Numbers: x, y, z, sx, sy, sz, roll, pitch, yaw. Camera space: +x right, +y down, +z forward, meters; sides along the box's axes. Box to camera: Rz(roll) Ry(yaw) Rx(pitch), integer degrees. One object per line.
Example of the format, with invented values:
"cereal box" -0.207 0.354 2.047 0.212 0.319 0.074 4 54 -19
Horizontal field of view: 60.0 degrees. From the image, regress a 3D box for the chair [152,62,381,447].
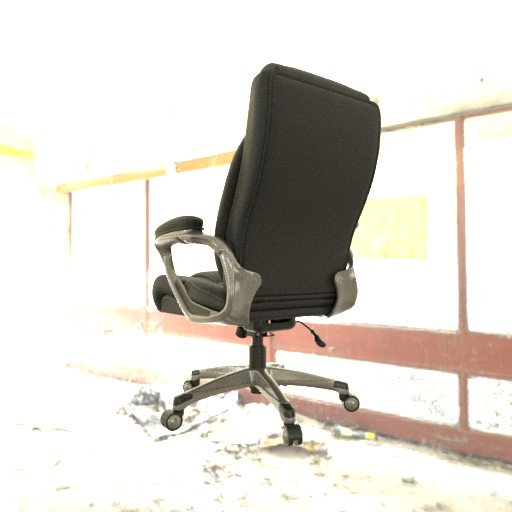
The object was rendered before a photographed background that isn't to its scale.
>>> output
"chair" 0.000 0.000 1.684 0.741 1.167 0.784 1 -2 -35
